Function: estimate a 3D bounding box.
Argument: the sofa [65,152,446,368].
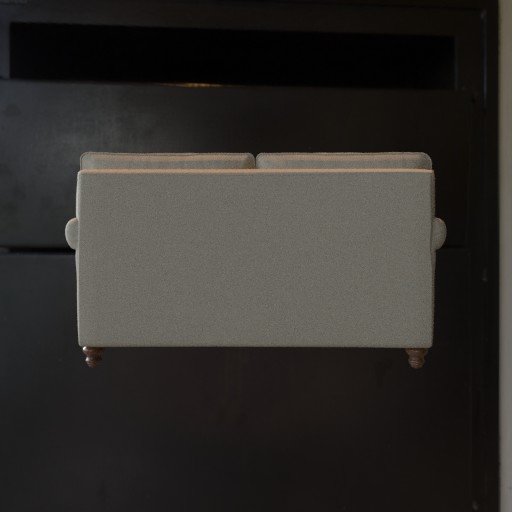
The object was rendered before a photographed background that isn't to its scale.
[{"bbox_3d":[0.000,0.000,2.273,1.665,0.937,0.964,0,0,1],"label":"sofa"}]
